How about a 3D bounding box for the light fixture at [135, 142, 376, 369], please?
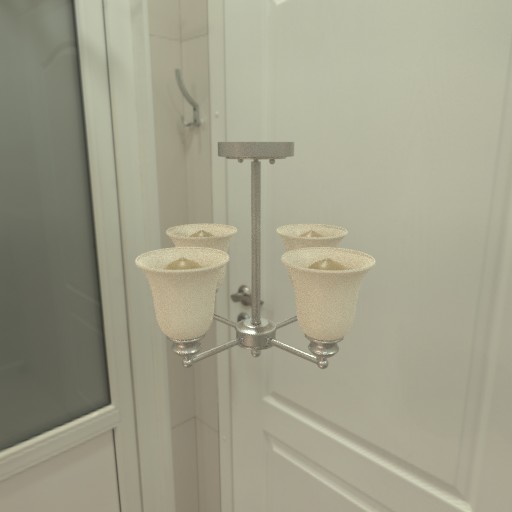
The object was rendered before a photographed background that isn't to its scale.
[{"bbox_3d":[0.000,0.000,0.743,0.427,0.370,0.427,-14,20,-43],"label":"light fixture"}]
